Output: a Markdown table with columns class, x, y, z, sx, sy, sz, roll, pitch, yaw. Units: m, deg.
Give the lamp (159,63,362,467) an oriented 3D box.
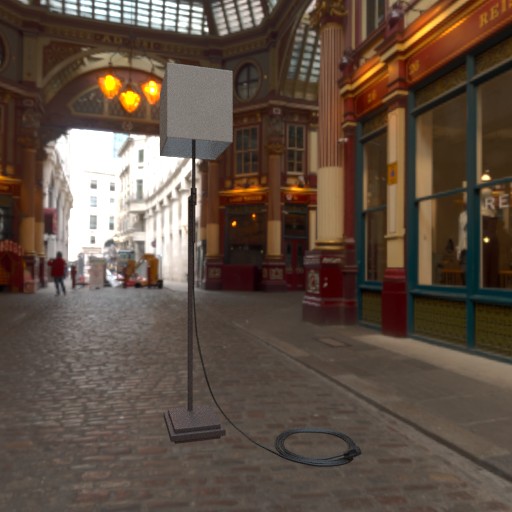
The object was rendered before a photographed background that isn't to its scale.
| class | x | y | z | sx | sy | sz | roll | pitch | yaw |
| --- | --- | --- | --- | --- | --- | --- | --- | --- | --- |
| lamp | 0.000 | 0.000 | 1.950 | 0.774 | 1.600 | 0.698 | 0 | -1 | -17 |
